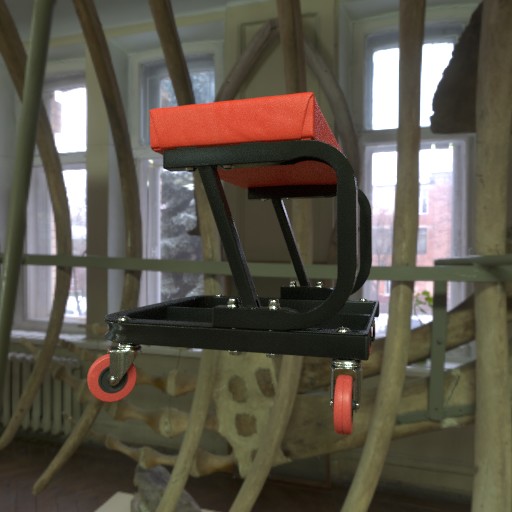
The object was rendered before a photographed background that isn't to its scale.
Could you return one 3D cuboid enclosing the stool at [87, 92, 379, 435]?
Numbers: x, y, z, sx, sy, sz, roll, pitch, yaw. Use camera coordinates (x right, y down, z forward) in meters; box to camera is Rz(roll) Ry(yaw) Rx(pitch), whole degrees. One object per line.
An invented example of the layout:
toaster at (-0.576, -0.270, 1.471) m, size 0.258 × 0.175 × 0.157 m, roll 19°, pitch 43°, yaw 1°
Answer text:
stool at (0.000, 0.000, 0.712) m, size 0.371 × 0.380 × 0.446 m, roll 0°, pitch 1°, yaw 17°
